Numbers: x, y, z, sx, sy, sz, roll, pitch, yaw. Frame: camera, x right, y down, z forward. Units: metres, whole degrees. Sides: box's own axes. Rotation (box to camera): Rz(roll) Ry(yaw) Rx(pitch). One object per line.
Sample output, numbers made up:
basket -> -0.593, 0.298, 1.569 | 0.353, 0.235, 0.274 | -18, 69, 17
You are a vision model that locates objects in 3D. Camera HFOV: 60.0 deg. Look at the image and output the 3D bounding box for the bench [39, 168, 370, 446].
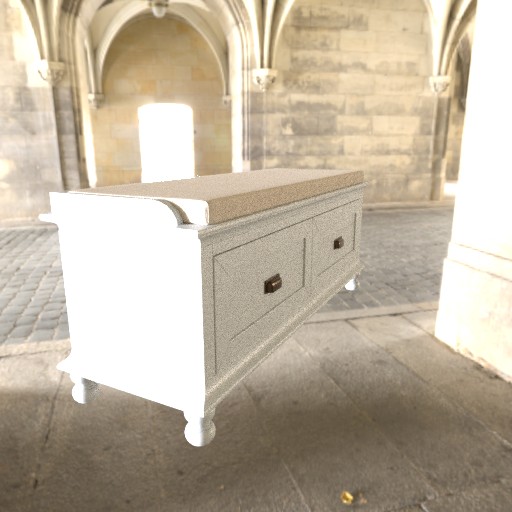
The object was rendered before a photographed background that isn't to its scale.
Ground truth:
bench -> 0.000, 0.000, 1.390 | 0.402, 0.486, 1.185 | 7, 16, 27
